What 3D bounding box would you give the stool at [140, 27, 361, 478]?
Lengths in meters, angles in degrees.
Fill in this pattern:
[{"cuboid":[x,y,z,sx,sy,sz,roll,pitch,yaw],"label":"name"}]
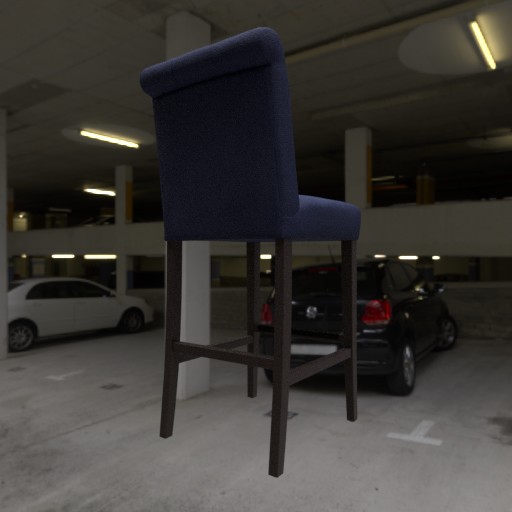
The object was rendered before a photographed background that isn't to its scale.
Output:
[{"cuboid":[0.000,0.000,1.430,0.493,1.140,0.601,0,0,36],"label":"stool"}]
